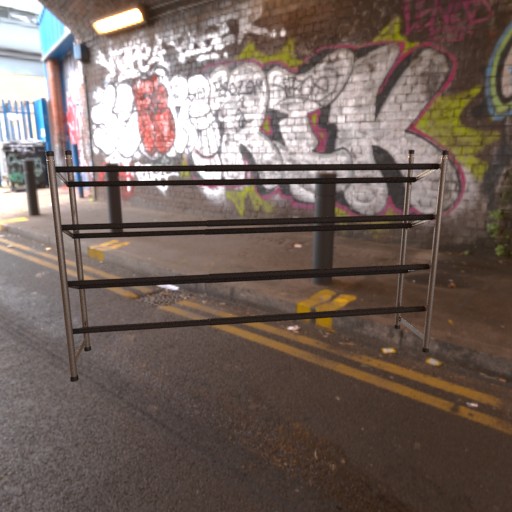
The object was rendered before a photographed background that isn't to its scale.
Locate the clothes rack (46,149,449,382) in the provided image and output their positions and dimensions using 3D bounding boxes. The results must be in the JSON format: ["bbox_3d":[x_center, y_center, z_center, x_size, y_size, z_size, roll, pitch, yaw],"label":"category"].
[{"bbox_3d":[0.000,0.000,1.447,1.168,0.672,0.229,-2,14,-9],"label":"clothes rack"}]
